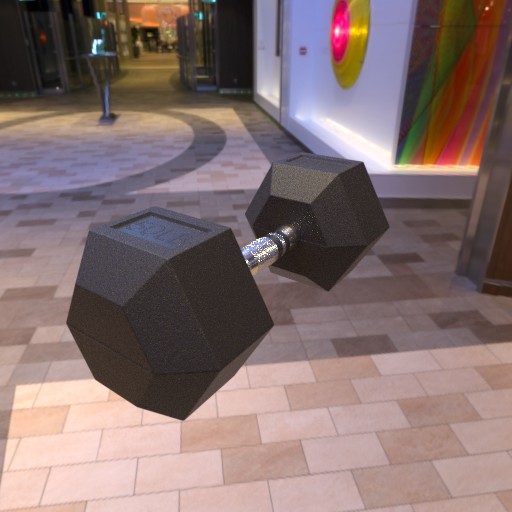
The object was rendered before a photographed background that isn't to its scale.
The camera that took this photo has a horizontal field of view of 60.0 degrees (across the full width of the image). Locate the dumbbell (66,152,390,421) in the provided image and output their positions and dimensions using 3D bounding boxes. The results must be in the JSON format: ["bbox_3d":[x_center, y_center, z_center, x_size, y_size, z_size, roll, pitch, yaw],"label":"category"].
[{"bbox_3d":[0.000,0.000,0.473,0.173,0.150,0.384,18,31,32],"label":"dumbbell"}]
